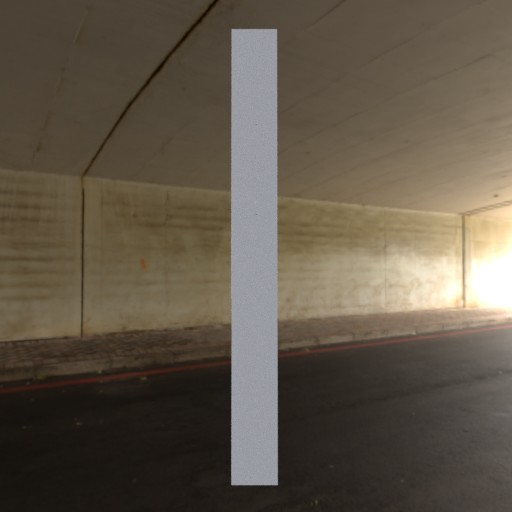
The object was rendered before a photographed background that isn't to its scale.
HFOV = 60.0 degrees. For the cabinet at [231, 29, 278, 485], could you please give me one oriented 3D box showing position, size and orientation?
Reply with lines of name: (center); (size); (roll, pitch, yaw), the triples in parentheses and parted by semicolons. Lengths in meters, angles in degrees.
cabinet: (0.000, 0.000, 2.041); (0.192, 1.770, 0.643); (0, -2, 0)
